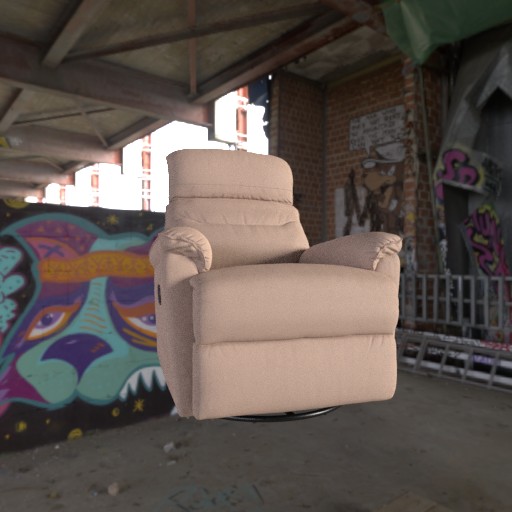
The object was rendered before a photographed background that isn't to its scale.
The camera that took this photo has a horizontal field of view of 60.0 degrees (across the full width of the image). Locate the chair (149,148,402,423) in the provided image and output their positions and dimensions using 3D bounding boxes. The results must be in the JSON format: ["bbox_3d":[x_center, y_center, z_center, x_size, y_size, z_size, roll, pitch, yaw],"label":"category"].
[{"bbox_3d":[0.000,0.000,1.744,0.820,1.037,1.004,0,-1,-18],"label":"chair"}]
